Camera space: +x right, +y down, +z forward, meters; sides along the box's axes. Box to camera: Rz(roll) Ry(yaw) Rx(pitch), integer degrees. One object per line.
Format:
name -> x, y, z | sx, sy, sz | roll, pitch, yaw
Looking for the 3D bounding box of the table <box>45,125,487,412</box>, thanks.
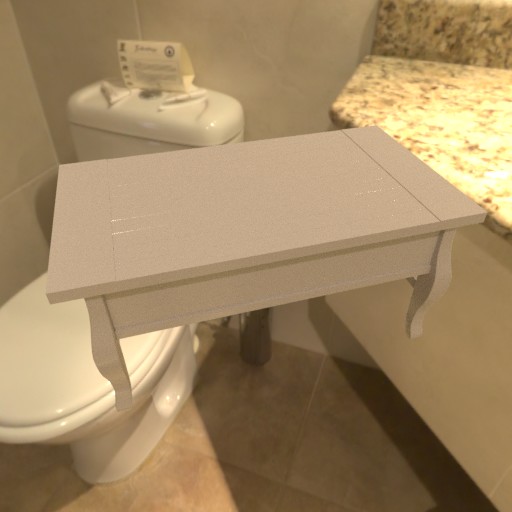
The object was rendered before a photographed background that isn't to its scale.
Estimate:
table -> 0.000, 0.000, 1.388 | 1.062, 0.495, 0.600 | -10, 40, -13
